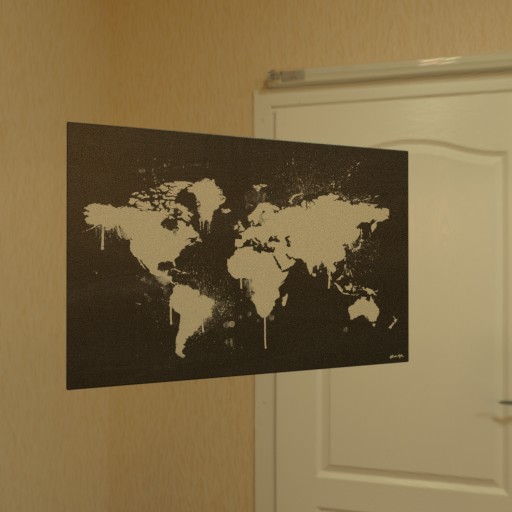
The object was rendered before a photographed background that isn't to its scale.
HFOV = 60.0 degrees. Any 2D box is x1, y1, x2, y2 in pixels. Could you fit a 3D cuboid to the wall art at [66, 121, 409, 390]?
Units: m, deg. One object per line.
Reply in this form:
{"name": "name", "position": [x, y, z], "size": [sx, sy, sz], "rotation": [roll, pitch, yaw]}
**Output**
{"name": "wall art", "position": [0.000, 0.000, 1.158], "size": [0.912, 0.612, 0.038], "rotation": [0, 0, -18]}
